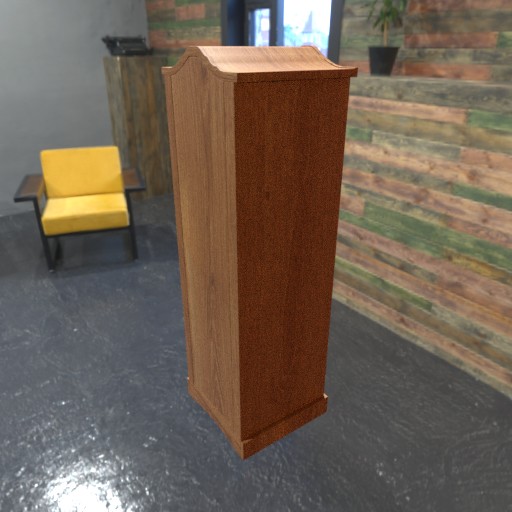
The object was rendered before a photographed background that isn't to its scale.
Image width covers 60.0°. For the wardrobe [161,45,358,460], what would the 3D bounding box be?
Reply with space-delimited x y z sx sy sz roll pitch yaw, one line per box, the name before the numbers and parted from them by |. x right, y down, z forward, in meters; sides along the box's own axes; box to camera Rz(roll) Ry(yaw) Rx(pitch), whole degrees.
wardrobe | 0.000 0.000 2.177 0.570 1.870 0.590 -17 30 -32
